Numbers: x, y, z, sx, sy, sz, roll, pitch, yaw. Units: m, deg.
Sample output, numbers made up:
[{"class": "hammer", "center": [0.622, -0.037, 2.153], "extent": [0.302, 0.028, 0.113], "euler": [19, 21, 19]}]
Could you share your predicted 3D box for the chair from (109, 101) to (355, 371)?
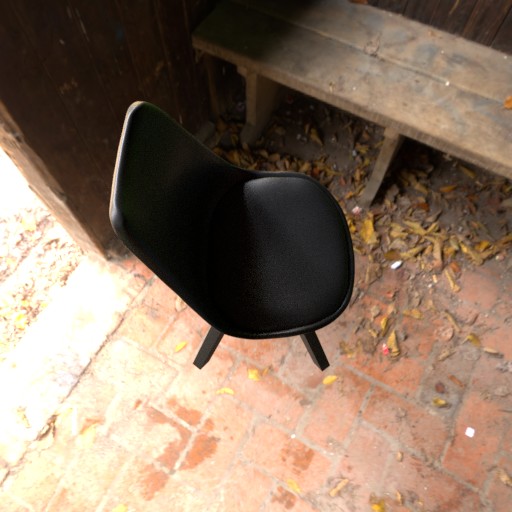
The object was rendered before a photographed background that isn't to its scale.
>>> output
[{"class": "chair", "center": [0.000, 0.000, 1.198], "extent": [0.530, 0.850, 0.485], "euler": [1, 65, 0]}]
